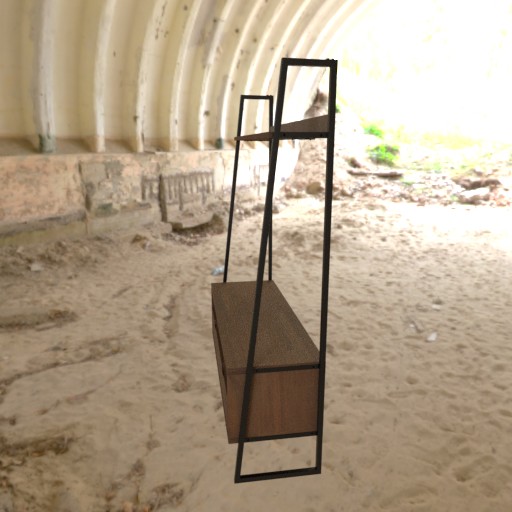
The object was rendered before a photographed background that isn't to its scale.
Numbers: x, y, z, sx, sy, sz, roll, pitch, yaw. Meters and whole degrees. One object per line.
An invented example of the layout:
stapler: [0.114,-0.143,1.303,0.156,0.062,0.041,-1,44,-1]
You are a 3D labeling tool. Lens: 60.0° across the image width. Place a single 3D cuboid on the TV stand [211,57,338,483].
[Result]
TV stand: [0.000,0.000,2.391,0.432,1.772,1.250,-2,14,-9]
